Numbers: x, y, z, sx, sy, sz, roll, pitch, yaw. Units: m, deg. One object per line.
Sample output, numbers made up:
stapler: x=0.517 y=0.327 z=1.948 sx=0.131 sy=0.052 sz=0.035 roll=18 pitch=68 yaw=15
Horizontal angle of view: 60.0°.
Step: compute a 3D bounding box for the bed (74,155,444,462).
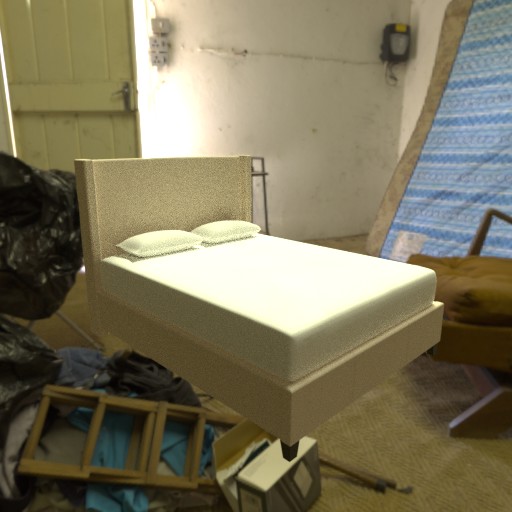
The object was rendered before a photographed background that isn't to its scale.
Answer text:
bed: x=0.000 y=0.000 z=3.478 sx=1.778 sy=1.471 sz=2.293 roll=-14 pitch=20 yaw=-43
